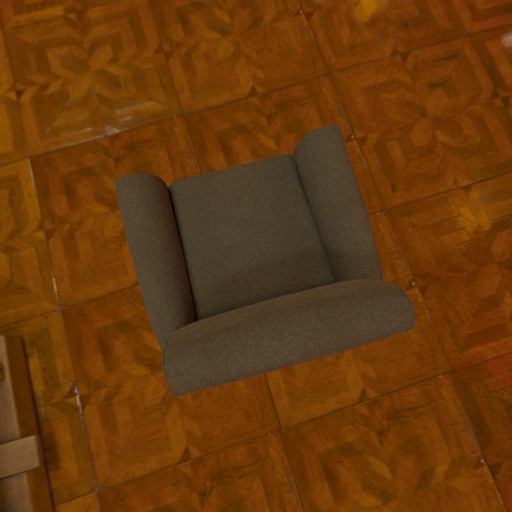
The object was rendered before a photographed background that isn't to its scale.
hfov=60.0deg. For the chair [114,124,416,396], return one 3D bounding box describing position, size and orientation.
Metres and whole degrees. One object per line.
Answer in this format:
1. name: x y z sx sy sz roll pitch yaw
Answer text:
1. chair: 0.000 0.000 1.818 0.978 1.061 0.905 -15 76 -4
